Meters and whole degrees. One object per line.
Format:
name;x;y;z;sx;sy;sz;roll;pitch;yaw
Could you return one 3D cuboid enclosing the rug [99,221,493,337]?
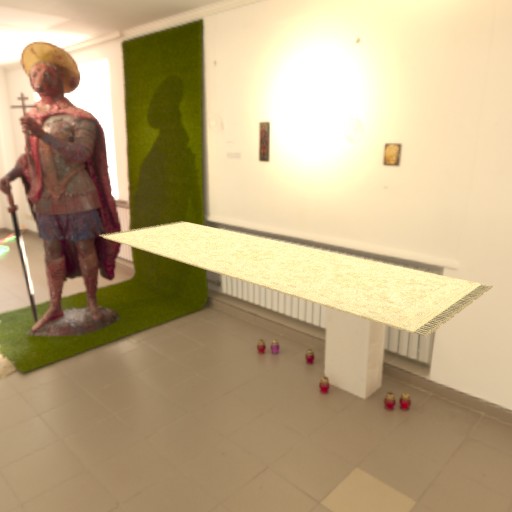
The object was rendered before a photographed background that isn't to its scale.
rug;0.000;0.000;2.806;2.544;0.015;0.795;14;21;42
